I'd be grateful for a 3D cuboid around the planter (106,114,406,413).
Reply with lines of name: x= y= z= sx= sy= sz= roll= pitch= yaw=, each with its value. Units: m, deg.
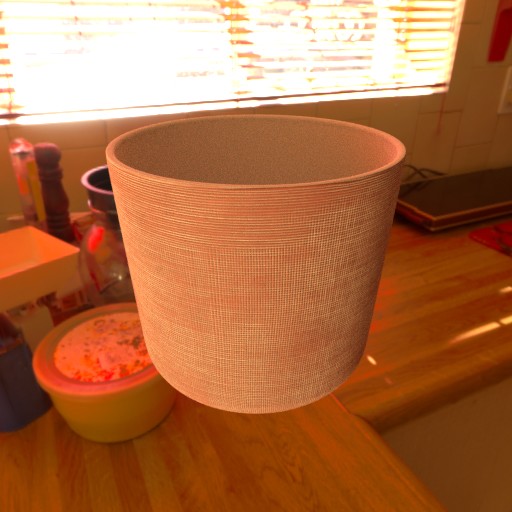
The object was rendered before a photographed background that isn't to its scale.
planter: x=0.000 y=0.000 z=0.768 sx=0.440 sy=0.398 sz=0.440 roll=0 pitch=28 yaw=0
